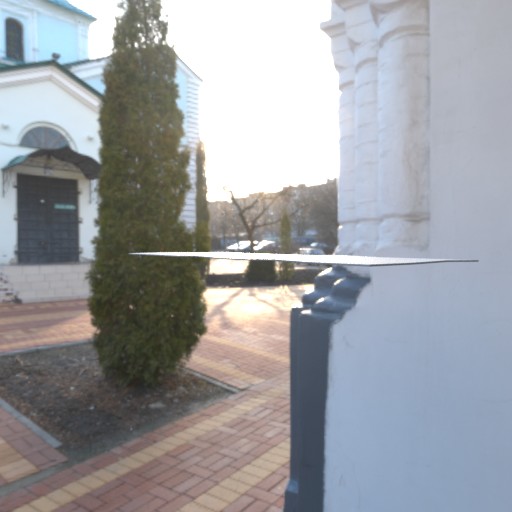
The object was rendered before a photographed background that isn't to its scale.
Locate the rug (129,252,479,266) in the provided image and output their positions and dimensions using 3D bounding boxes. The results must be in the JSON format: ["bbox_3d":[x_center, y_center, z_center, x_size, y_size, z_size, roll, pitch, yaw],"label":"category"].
[{"bbox_3d":[0.000,0.000,2.800,0.762,0.013,2.439,-1,2,-36],"label":"rug"}]
